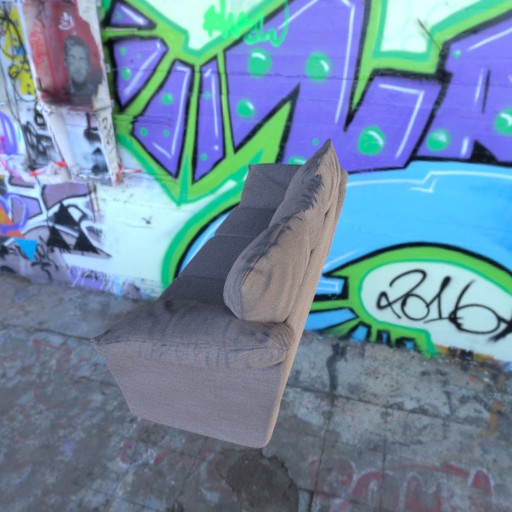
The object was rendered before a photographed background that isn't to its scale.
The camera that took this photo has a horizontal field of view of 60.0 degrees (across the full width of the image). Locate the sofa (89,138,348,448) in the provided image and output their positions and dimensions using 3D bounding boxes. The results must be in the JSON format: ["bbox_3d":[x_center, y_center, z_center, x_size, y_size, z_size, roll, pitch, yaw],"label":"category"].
[{"bbox_3d":[0.000,0.000,2.865,0.927,1.043,2.390,8,31,14],"label":"sofa"}]
